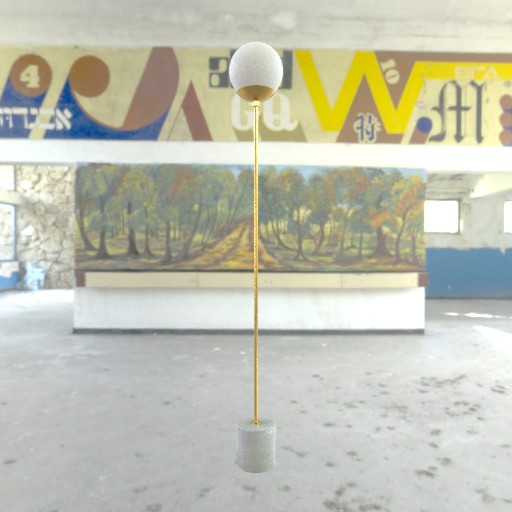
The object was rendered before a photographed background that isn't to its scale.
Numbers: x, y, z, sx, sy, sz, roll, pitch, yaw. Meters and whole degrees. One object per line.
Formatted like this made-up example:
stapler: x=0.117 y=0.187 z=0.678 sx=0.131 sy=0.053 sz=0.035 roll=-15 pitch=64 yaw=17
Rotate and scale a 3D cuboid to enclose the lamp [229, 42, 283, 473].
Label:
lamp: x=0.000 y=0.000 z=1.854 sx=0.224 sy=1.753 sz=0.224 roll=0 pitch=1 yaw=0
